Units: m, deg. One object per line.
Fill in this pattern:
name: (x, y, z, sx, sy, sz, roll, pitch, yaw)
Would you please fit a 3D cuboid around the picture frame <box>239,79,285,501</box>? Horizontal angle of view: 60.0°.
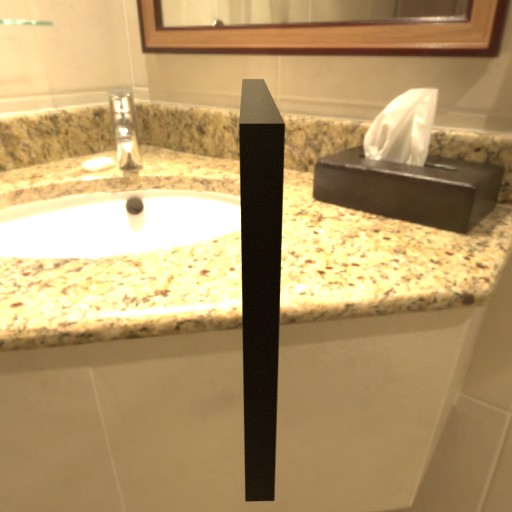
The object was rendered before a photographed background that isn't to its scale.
picture frame: (0.000, 0.000, 0.509, 0.029, 0.353, 0.355, -1, 26, -1)
